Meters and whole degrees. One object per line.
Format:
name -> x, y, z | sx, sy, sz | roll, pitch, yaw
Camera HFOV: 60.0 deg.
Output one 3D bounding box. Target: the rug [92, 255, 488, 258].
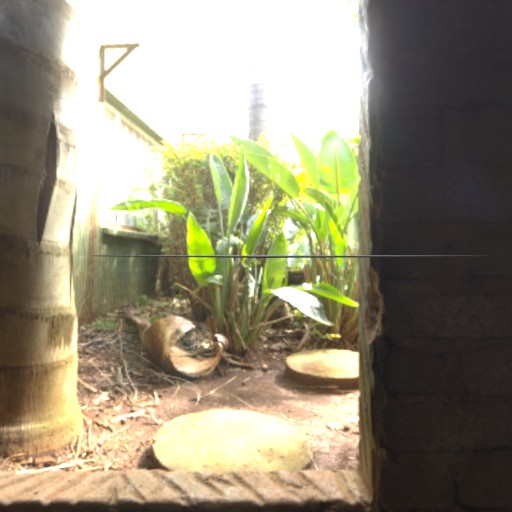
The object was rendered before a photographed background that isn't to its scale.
rug -> 0.000, 0.000, 2.948 | 1.522, 0.006, 2.286 | 0, 0, -35
